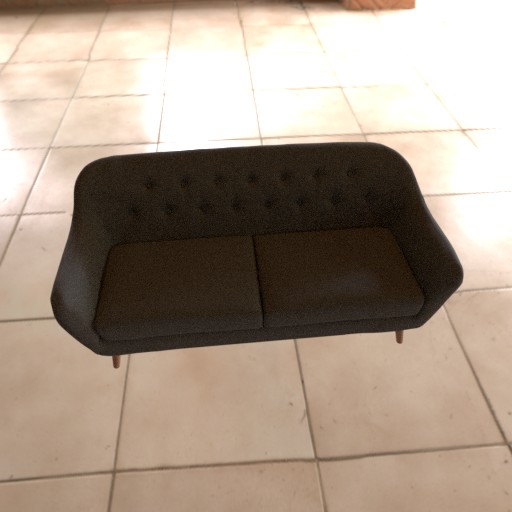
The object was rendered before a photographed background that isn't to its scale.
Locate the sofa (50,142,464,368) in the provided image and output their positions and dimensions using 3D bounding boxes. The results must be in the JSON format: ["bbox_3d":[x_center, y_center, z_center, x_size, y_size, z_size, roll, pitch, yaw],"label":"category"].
[{"bbox_3d":[0.000,0.000,2.288,1.840,0.820,0.820,-4,46,-4],"label":"sofa"}]
